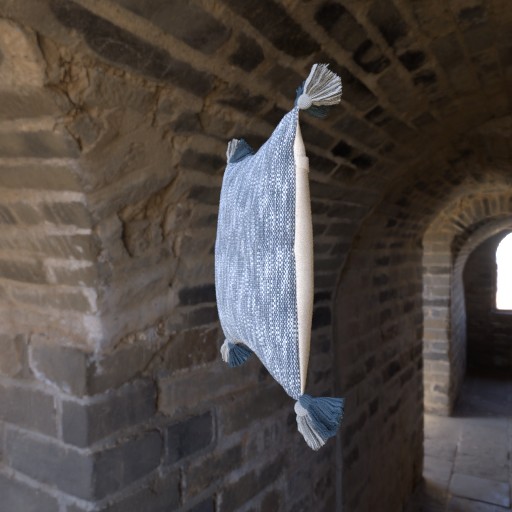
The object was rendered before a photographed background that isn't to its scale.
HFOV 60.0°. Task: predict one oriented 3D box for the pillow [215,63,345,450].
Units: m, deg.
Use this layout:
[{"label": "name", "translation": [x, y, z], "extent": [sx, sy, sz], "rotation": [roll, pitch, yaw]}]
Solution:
[{"label": "pillow", "translation": [0.000, 0.000, 0.950], "extent": [0.138, 0.634, 0.614], "rotation": [0, 0, -17]}]
